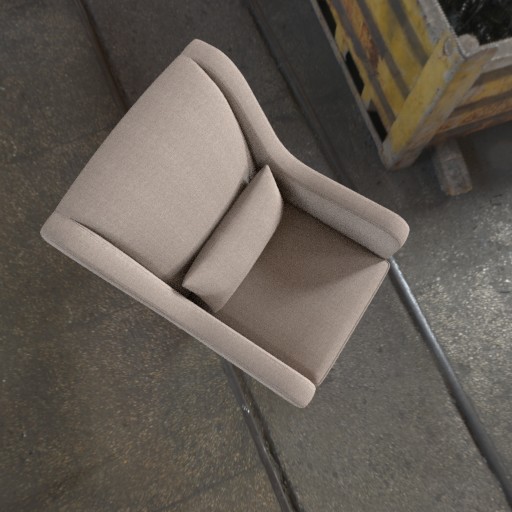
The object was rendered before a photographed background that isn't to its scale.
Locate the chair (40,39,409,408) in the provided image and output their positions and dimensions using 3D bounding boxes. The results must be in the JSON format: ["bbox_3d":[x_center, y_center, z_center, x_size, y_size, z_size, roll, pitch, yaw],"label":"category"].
[{"bbox_3d":[0.000,0.000,1.604,0.890,1.017,0.715,32,78,8],"label":"chair"}]
